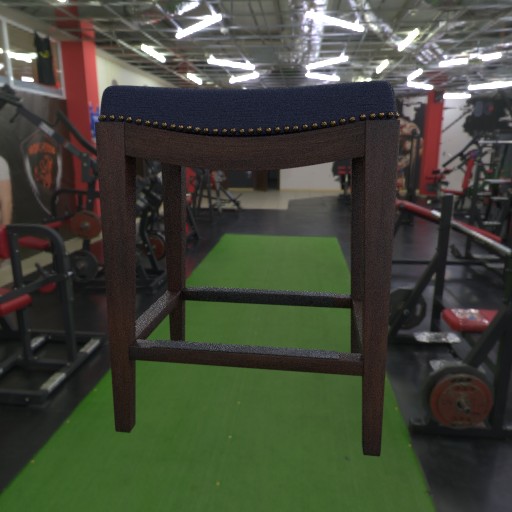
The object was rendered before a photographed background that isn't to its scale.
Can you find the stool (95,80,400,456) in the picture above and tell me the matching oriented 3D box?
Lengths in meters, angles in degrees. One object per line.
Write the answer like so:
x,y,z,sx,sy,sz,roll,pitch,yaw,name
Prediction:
0.000,0.000,0.920,0.500,0.642,0.361,2,14,8,stool
